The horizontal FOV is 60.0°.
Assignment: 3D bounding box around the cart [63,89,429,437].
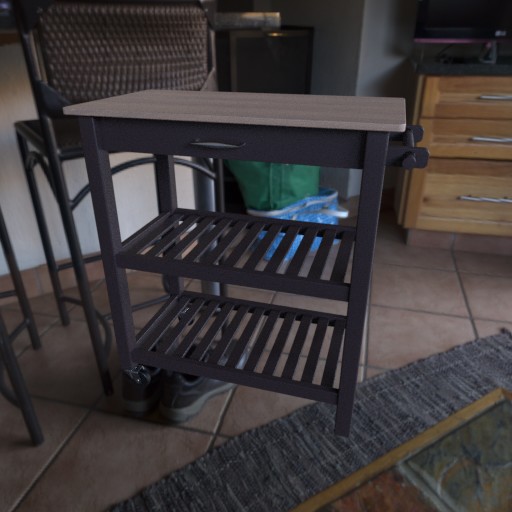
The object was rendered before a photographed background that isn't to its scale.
[{"bbox_3d":[0.000,0.000,1.409,0.899,0.927,0.457,7,27,15],"label":"cart"}]
